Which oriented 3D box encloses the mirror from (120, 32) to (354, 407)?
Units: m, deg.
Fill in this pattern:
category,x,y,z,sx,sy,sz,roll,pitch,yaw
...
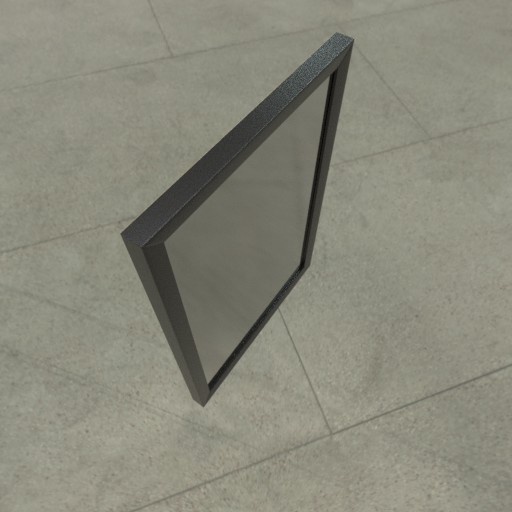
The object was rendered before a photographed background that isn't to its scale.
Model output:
category,x,y,z,sx,sy,sz,roll,pitch,yaw
mirror,0.000,0.000,0.921,0.040,0.710,0.507,31,62,18
